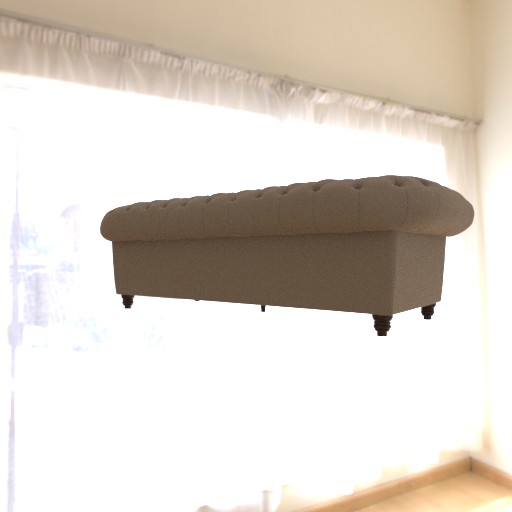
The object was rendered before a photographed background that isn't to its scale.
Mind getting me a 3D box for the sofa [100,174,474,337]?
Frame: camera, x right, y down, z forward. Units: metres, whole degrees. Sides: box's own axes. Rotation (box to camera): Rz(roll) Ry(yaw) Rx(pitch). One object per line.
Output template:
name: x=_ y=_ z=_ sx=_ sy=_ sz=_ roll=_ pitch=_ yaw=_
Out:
sofa: x=0.000 y=0.000 z=2.835 sx=2.411 sy=0.749 sz=0.991 roll=0 pitch=-1 yaw=37
